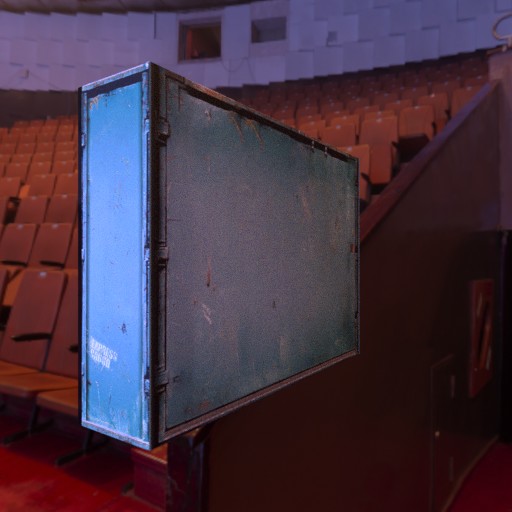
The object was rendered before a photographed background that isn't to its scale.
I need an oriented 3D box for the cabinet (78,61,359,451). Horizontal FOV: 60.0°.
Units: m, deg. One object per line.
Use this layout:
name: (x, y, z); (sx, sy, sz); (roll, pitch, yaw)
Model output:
cabinet: (0.000, 0.000, 3.875); (0.680, 2.160, 3.001); (0, 0, 35)
